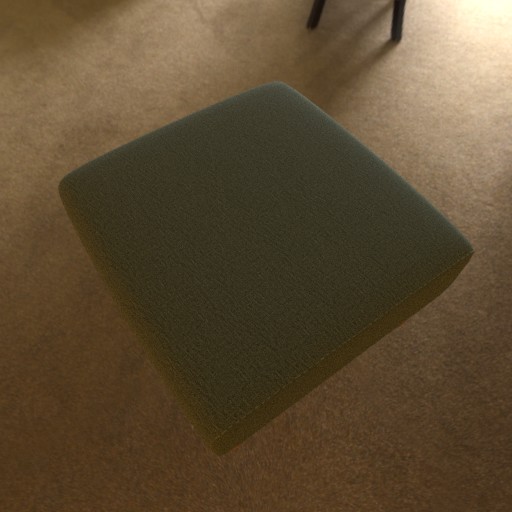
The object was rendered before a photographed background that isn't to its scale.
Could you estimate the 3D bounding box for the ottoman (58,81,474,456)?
[{"bbox_3d":[0.000,0.000,1.041,0.649,0.398,0.650,-31,62,-18],"label":"ottoman"}]
